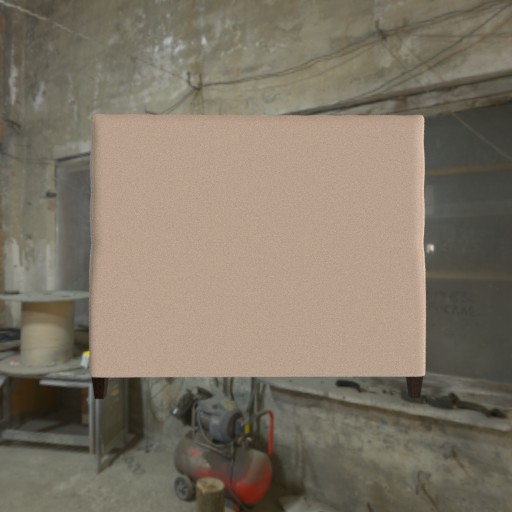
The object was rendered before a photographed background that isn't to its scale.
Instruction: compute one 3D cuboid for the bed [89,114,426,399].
[{"bbox_3d":[0.000,0.000,3.306,1.696,1.426,2.233,0,0,-1],"label":"bed"}]
